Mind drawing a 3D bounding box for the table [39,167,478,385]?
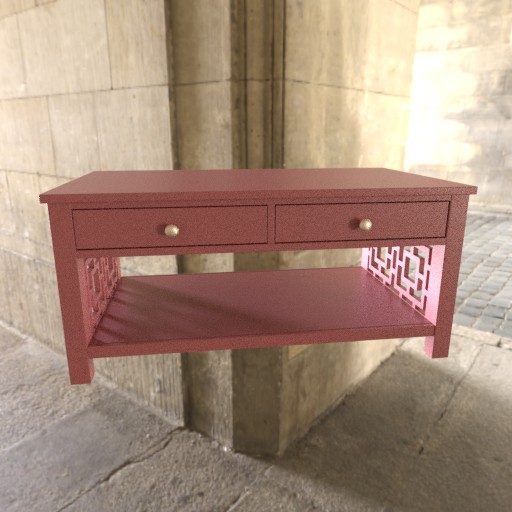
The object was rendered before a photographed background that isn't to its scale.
[{"bbox_3d":[0.000,0.000,1.412,1.068,0.493,0.612,-2,16,-8],"label":"table"}]
